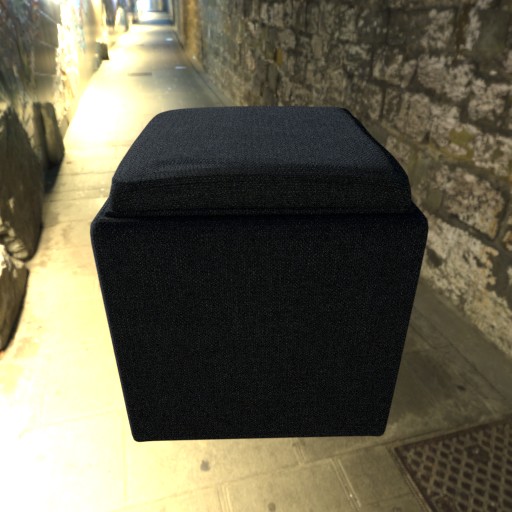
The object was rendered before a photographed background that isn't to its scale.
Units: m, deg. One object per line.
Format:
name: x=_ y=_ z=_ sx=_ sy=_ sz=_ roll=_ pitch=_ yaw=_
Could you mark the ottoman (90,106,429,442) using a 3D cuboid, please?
ottoman: x=0.000 y=0.000 z=0.834 sx=0.436 sy=0.493 sz=0.454 roll=-1 pitch=30 yaw=-1
